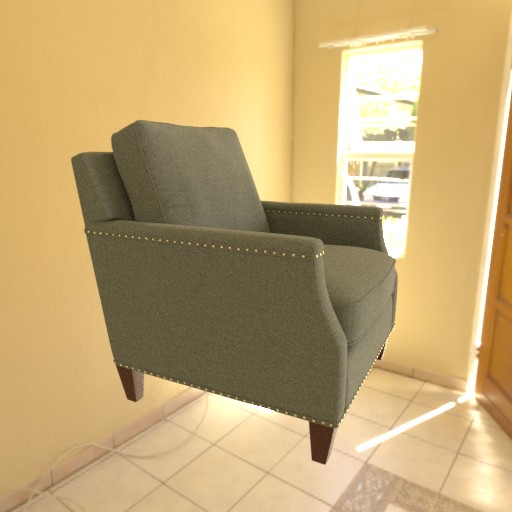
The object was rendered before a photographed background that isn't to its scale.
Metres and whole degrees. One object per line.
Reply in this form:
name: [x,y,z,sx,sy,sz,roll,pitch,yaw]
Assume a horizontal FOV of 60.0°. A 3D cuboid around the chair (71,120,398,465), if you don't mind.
chair: [0.000,0.000,1.779,1.031,1.031,0.885,7,15,27]
